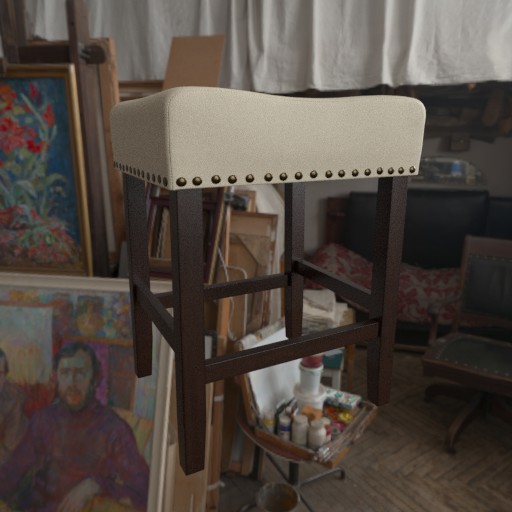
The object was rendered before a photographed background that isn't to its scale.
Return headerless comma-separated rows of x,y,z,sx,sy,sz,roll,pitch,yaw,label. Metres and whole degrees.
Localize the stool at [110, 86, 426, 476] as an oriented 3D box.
0.000,0.000,0.907,0.471,0.609,0.401,-8,18,-26,stool
